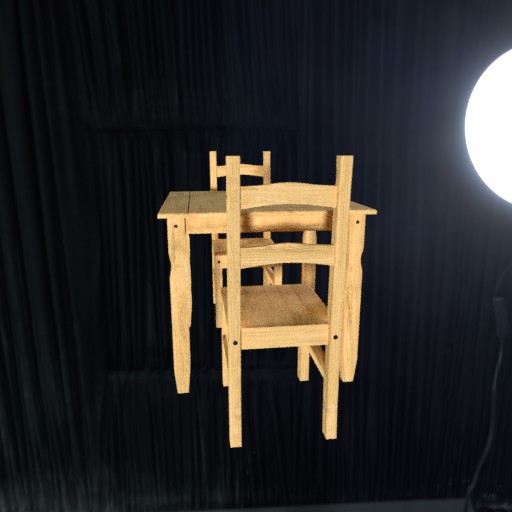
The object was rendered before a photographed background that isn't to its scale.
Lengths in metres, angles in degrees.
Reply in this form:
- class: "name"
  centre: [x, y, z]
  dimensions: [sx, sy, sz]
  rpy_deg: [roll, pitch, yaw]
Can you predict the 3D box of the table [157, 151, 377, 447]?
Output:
- class: "table"
  centre: [0.000, 0.000, 2.076]
  dimensions: [0.813, 0.942, 1.501]
  rpy_deg: [-2, 14, -7]
